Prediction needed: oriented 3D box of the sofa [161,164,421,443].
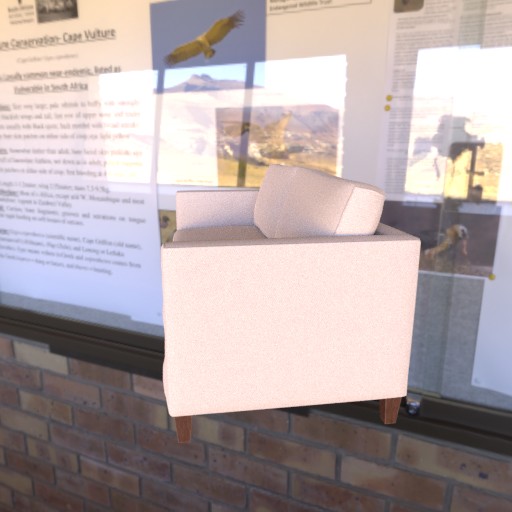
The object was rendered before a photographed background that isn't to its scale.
[{"bbox_3d":[0.000,0.000,2.255,0.873,0.888,1.722,-2,14,-8],"label":"sofa"}]
